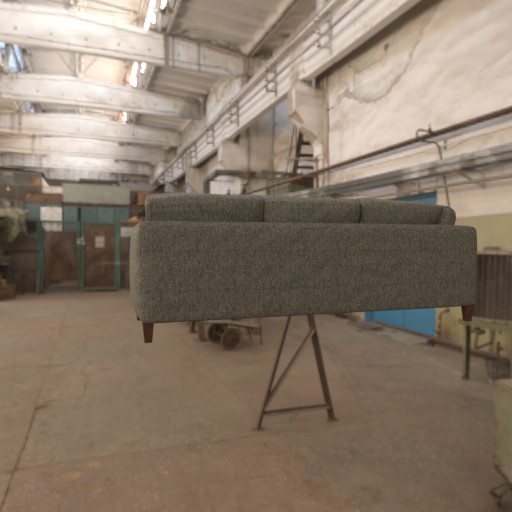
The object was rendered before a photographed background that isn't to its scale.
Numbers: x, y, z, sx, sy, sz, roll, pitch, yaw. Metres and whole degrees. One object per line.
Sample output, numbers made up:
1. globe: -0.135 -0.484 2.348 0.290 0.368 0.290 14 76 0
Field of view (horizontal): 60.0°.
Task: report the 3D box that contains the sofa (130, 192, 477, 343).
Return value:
1. sofa: 0.000 0.000 4.586 2.593 0.947 3.302 -1 2 -18
